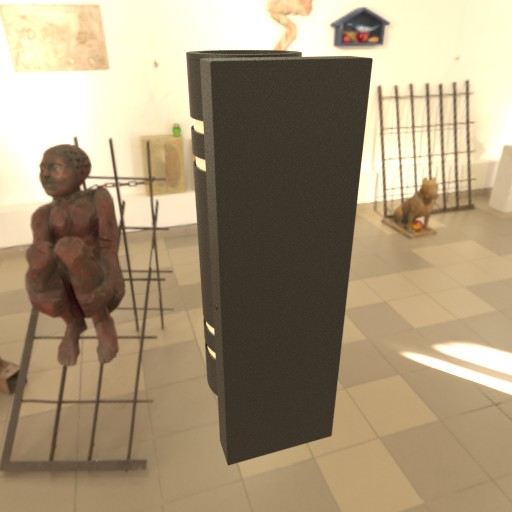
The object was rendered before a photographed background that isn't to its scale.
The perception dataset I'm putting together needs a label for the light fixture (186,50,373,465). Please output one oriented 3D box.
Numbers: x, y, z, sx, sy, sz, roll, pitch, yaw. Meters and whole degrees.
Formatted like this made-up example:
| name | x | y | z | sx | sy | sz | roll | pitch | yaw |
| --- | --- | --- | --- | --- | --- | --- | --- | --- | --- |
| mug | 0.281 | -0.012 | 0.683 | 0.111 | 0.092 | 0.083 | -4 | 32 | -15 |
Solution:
| name | x | y | z | sx | sy | sz | roll | pitch | yaw |
| --- | --- | --- | --- | --- | --- | --- | --- | --- | --- |
| light fixture | 0.000 | 0.000 | 0.397 | 0.105 | 0.330 | 0.149 | -9 | 28 | -16 |
